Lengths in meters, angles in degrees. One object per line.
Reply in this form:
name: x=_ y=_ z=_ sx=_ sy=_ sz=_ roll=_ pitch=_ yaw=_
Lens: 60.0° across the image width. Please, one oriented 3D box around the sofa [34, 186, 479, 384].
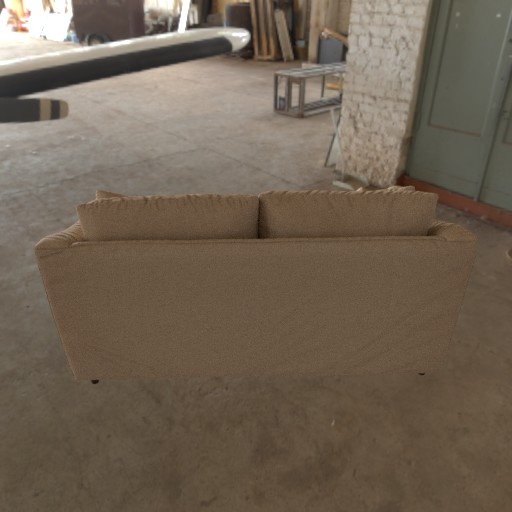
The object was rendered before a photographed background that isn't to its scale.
sofa: x=0.000 y=0.000 z=2.586 sx=2.010 sy=1.018 sz=1.072 roll=-1 pitch=31 yaw=-2
